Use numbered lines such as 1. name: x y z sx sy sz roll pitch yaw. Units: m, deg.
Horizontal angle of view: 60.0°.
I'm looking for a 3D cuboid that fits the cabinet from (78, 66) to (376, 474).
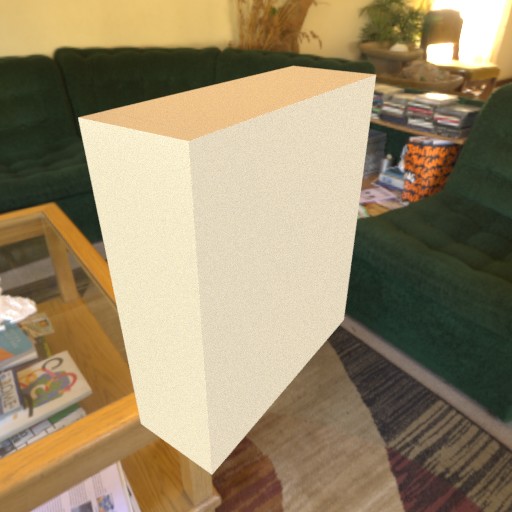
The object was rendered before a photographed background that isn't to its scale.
1. cabinet: 0.000 0.000 1.625 0.348 1.150 0.990 20 37 30
